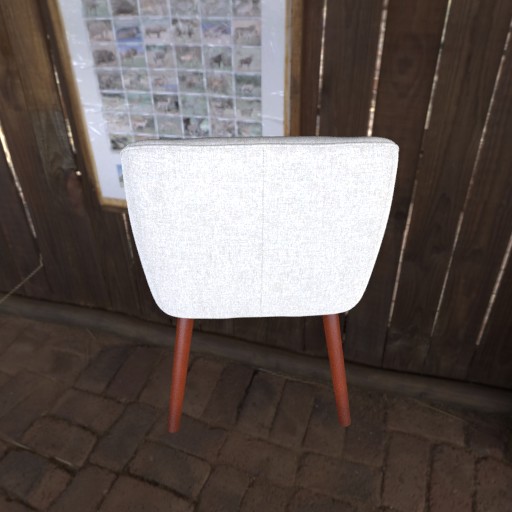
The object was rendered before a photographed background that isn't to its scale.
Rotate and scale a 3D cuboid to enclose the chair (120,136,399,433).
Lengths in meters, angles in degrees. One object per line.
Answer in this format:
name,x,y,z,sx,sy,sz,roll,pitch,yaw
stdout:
chair,0.000,0.000,1.243,0.610,0.813,0.610,-1,30,-2
